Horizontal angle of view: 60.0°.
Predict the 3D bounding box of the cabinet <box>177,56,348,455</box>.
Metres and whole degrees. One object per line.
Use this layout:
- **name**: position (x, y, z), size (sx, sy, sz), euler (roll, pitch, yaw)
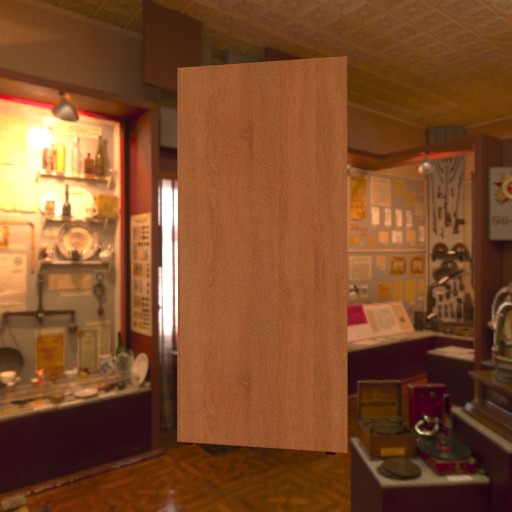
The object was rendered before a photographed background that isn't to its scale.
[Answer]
- **cabinet**: position (0.000, 0.000, 2.820), size (1.094, 2.120, 1.327), euler (0, 0, -36)
